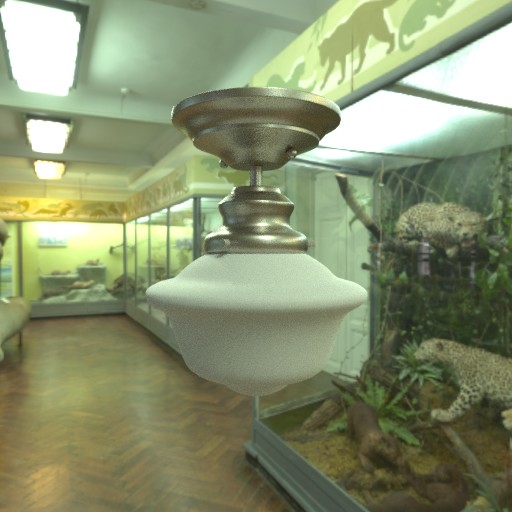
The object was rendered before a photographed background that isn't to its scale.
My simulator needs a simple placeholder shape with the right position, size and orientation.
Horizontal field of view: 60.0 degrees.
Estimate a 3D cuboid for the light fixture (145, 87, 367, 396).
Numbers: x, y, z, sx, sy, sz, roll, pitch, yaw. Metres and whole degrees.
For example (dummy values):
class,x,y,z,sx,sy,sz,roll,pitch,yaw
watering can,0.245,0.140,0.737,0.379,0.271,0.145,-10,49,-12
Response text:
class,x,y,z,sx,sy,sz,roll,pitch,yaw
light fixture,0.000,0.000,0.407,0.199,0.254,0.199,0,0,0
